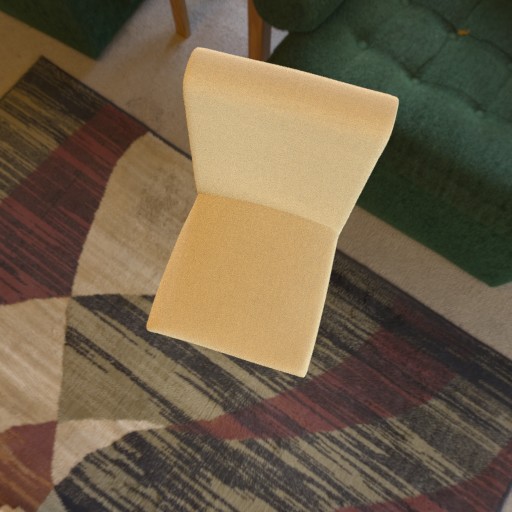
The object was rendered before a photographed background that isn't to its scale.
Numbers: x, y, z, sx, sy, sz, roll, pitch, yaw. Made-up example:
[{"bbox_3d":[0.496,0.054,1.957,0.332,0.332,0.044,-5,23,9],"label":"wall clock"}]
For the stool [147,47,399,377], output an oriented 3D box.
[{"bbox_3d":[0.000,0.000,1.315,0.452,0.976,0.597,16,76,4],"label":"stool"}]
